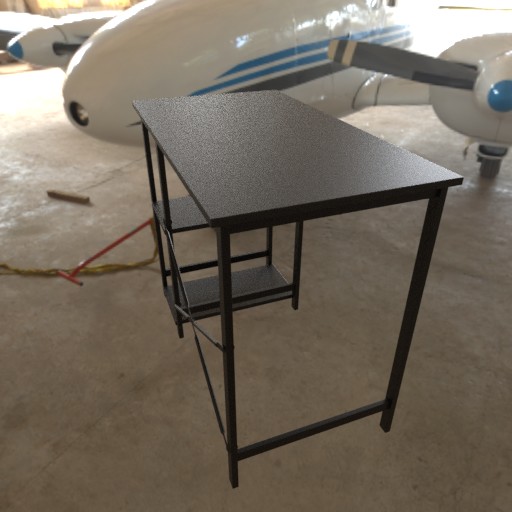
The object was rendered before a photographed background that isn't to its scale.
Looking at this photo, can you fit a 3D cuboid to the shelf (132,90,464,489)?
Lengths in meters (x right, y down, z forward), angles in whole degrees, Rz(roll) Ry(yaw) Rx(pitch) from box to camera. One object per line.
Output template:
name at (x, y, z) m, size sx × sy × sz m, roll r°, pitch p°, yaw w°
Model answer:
shelf at (0.000, 0.000, 1.316) m, size 0.498 × 0.749 × 0.902 m, roll -11°, pitch 33°, yaw -18°
